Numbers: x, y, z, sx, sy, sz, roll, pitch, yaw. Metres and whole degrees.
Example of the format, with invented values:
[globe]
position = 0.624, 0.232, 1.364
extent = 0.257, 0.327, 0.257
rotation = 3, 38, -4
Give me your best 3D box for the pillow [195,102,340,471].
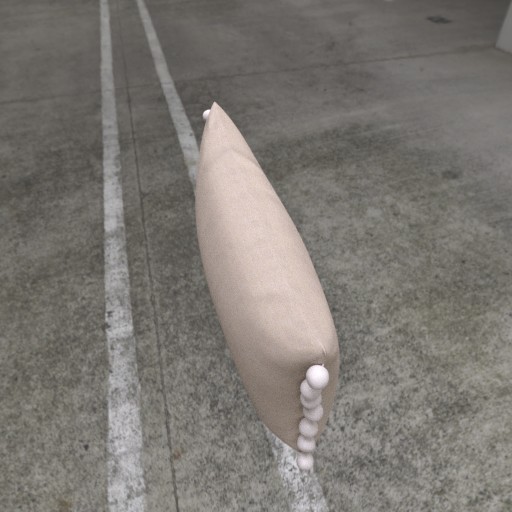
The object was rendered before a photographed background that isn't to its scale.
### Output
[pillow]
position = 0.000, 0.000, 0.853
extent = 0.201, 0.322, 0.709
rotation = -11, 46, -11
